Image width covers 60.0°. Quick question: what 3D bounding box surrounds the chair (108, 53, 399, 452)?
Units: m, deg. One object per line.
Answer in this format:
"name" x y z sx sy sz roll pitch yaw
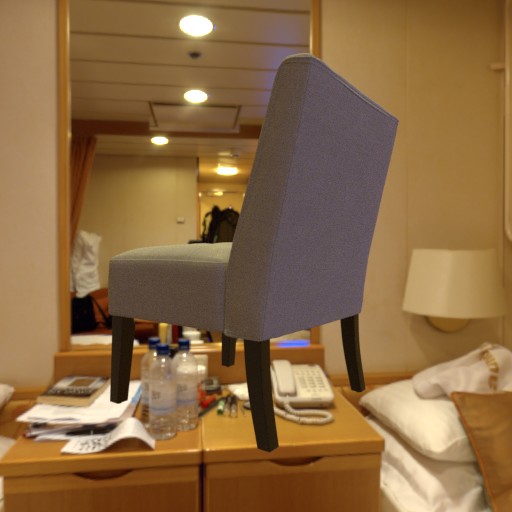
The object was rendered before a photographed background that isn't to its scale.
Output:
"chair" 0.000 0.000 1.307 0.676 0.853 0.569 0 1 36
